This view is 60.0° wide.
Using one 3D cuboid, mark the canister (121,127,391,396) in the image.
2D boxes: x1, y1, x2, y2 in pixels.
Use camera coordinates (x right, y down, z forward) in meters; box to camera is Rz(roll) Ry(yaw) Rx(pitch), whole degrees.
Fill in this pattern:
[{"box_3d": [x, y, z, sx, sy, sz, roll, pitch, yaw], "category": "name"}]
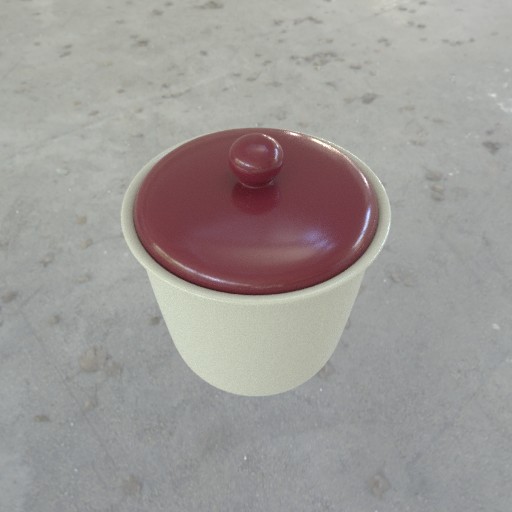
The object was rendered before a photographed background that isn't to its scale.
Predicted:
[{"box_3d": [0.000, 0.000, 0.346, 0.182, 0.208, 0.182, 0, 47, 0], "category": "canister"}]
